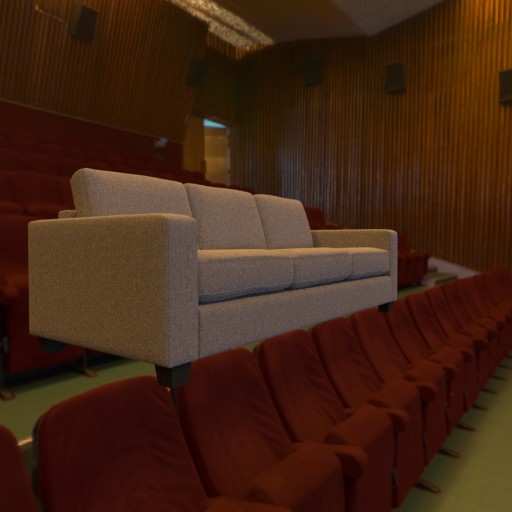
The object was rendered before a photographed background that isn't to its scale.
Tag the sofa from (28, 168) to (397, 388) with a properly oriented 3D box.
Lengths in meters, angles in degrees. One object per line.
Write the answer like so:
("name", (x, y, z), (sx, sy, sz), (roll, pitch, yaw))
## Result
("sofa", (0.000, 0.000, 2.485), (0.900, 0.800, 2.120), (1, 2, 37))
